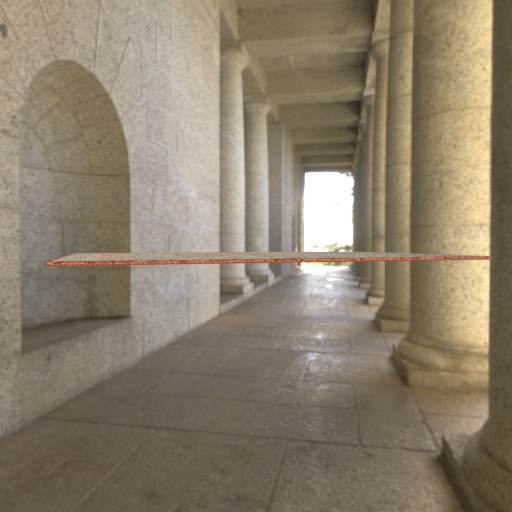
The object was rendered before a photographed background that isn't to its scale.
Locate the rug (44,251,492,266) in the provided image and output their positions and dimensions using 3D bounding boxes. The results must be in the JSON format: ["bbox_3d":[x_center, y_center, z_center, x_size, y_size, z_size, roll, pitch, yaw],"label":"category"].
[{"bbox_3d":[0.000,0.000,2.278,1.829,0.016,1.219,-1,2,-18],"label":"rug"}]
